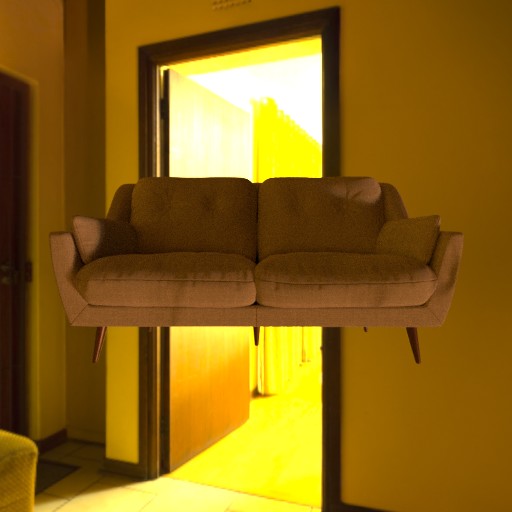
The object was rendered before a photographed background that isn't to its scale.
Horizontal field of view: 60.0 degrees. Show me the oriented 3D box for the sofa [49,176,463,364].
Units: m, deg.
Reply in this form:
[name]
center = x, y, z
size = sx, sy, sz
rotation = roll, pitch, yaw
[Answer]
[sofa]
center = 0.000, 0.000, 2.180
size = 1.652, 0.888, 0.965
rotation = 0, 0, 1
